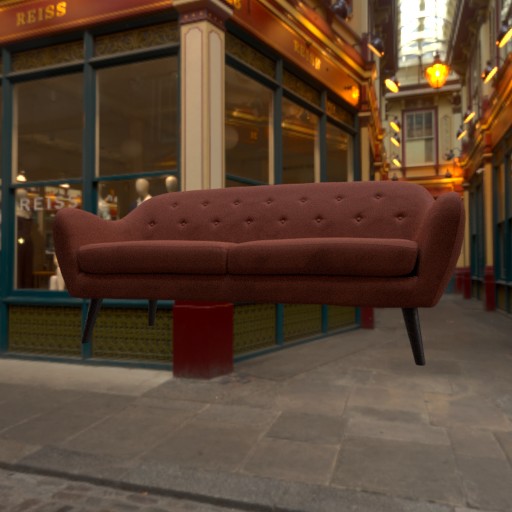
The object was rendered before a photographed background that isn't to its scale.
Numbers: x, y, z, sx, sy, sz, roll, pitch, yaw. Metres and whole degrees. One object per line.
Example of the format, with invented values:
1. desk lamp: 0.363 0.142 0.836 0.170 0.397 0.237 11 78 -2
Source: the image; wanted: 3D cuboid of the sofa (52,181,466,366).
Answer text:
1. sofa: 0.000 0.000 2.223 1.840 0.836 0.820 0 -1 17
